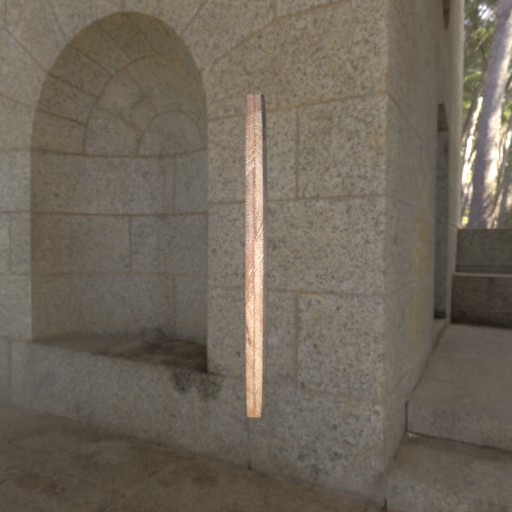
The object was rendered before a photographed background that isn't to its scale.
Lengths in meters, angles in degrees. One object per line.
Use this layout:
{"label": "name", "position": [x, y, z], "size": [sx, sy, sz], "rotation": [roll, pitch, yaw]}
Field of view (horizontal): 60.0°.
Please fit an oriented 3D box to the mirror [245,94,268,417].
{"label": "mirror", "position": [0.000, 0.000, 1.039], "size": [0.038, 0.710, 0.710], "rotation": [0, 1, 0]}
